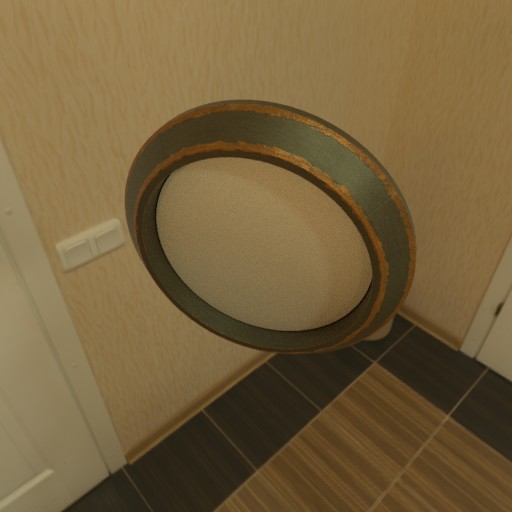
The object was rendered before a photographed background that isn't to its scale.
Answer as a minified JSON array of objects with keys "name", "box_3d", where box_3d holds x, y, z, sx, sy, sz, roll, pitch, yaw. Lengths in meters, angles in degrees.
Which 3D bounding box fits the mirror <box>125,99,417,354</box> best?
[{"name":"mirror","box_3d":[0.000,0.000,1.337,0.907,0.907,0.111,12,41,14]}]
